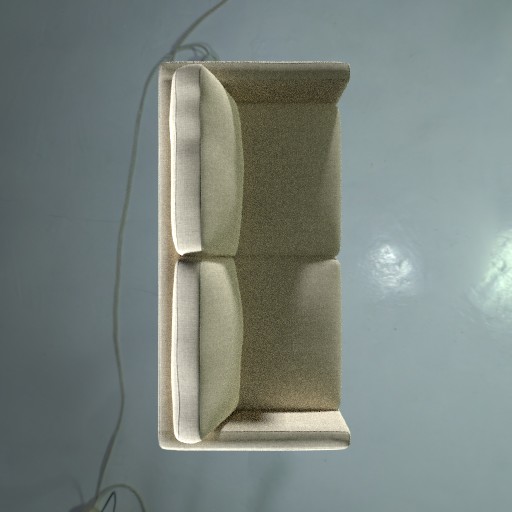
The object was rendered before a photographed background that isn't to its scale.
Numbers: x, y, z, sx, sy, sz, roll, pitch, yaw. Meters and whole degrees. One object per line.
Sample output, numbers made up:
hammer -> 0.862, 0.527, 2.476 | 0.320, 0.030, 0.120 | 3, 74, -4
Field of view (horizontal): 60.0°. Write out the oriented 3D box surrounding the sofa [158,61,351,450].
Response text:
sofa -> 0.000, 0.000, 2.392 | 0.950, 0.963, 1.884 | 0, 90, 0
